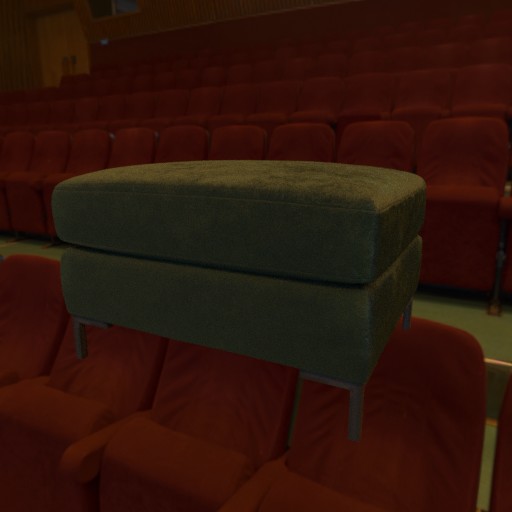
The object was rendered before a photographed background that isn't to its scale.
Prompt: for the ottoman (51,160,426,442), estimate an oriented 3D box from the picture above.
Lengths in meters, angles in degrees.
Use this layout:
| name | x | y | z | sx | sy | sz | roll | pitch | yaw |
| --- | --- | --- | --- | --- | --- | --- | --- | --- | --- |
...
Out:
| name | x | y | z | sx | sy | sz | roll | pitch | yaw |
| --- | --- | --- | --- | --- | --- | --- | --- | --- | --- |
| ottoman | 0.000 | 0.000 | 1.285 | 0.839 | 0.538 | 0.701 | 7 | 15 | 27 |
